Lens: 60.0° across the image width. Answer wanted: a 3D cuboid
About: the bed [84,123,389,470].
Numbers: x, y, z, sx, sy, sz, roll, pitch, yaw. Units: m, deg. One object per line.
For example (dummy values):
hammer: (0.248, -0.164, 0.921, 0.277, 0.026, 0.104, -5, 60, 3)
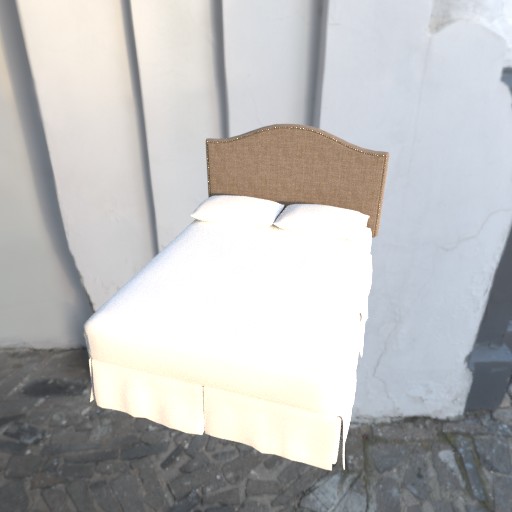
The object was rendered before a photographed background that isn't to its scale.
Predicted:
bed: (0.000, 0.000, 3.294, 1.713, 1.518, 2.153, 8, 29, 15)
